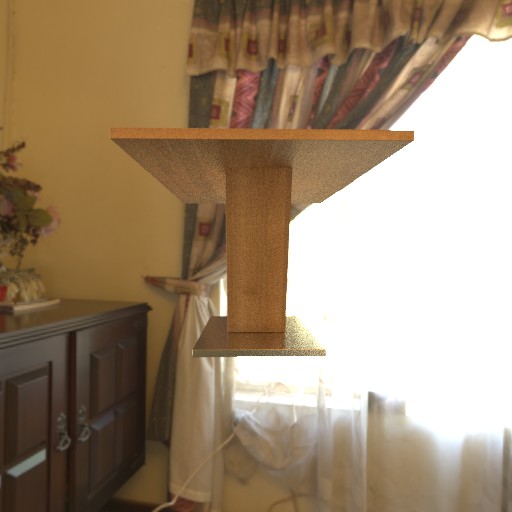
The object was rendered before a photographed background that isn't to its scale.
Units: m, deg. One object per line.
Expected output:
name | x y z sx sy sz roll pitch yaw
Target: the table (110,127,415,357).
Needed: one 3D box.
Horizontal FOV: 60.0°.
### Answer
table | 0.000 0.000 2.105 0.900 0.750 1.600 0 0 -2
